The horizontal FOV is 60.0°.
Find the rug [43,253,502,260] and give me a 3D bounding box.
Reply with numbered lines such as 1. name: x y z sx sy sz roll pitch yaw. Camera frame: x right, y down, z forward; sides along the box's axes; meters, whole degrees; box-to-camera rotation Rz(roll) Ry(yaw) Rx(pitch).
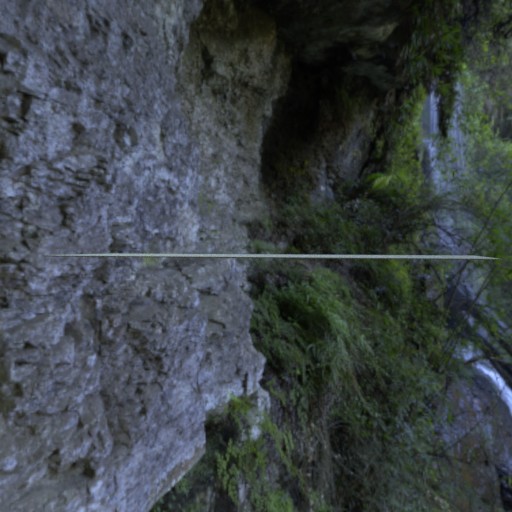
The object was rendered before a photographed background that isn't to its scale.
1. rug: 0.000 0.000 2.606 2.437 0.006 0.686 0 1 17
